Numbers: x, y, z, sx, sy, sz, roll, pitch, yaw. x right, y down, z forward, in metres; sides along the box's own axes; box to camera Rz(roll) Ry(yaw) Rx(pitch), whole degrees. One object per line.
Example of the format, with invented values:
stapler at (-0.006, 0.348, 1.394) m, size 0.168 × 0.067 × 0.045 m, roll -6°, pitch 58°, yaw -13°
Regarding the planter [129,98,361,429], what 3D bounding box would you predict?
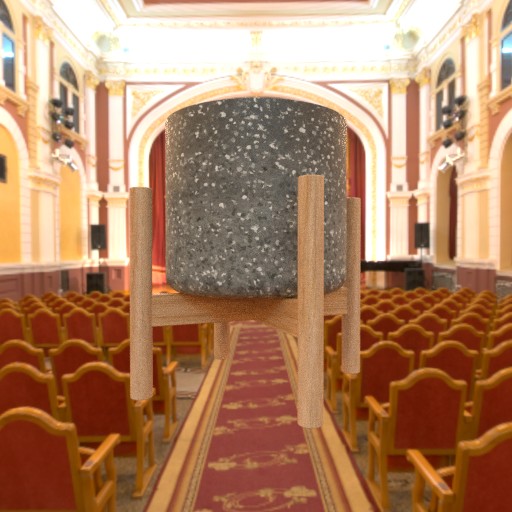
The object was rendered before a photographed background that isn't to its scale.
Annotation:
planter at (0.000, 0.000, 0.556) m, size 0.284 × 0.320 × 0.284 m, roll 0°, pitch 1°, yaw 1°
